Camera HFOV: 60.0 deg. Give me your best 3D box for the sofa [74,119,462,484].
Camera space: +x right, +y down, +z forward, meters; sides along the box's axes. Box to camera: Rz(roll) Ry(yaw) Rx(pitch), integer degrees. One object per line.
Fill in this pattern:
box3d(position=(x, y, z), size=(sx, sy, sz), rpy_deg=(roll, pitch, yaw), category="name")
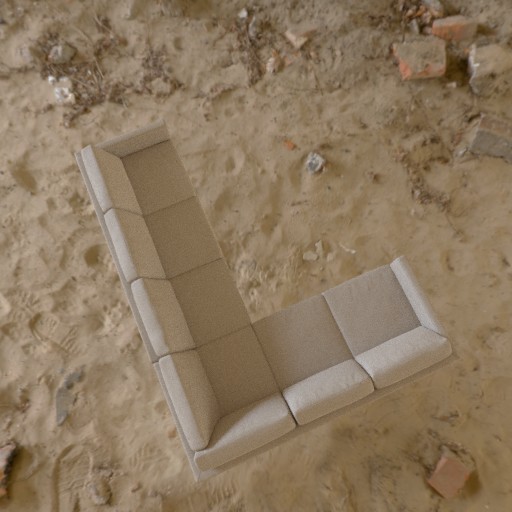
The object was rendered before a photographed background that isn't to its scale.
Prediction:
box3d(position=(0.000, 0.000, 4.228), size=(2.432, 0.863, 3.182), rpy_deg=(-23, 76, -6), category="sofa")
